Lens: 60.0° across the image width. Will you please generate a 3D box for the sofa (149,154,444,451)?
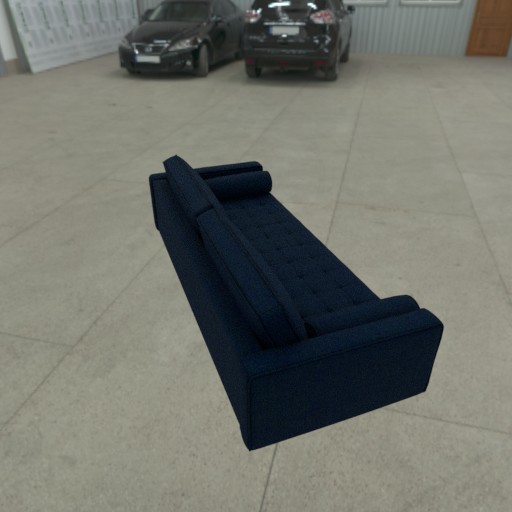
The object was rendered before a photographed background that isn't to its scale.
[{"bbox_3d":[0.000,0.000,2.702,0.914,0.762,2.210,-11,33,-18],"label":"sofa"}]
